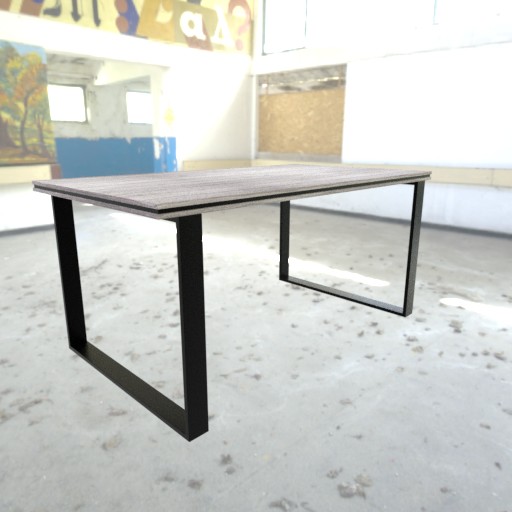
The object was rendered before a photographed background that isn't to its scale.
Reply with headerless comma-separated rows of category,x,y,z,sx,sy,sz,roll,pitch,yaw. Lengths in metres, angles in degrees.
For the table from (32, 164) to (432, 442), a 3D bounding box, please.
table,0.000,0.000,2.051,1.579,0.736,0.881,-14,21,-43
